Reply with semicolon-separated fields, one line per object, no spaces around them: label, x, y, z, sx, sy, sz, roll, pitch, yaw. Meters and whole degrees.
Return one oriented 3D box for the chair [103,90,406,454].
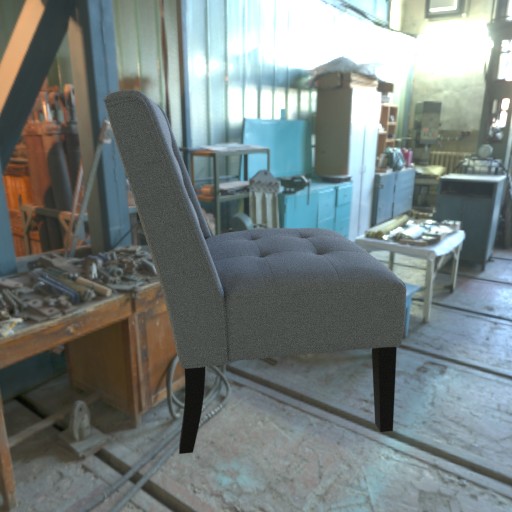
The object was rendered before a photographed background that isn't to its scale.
chair;0.000;0.000;1.263;0.676;0.853;0.569;-2;16;-8
